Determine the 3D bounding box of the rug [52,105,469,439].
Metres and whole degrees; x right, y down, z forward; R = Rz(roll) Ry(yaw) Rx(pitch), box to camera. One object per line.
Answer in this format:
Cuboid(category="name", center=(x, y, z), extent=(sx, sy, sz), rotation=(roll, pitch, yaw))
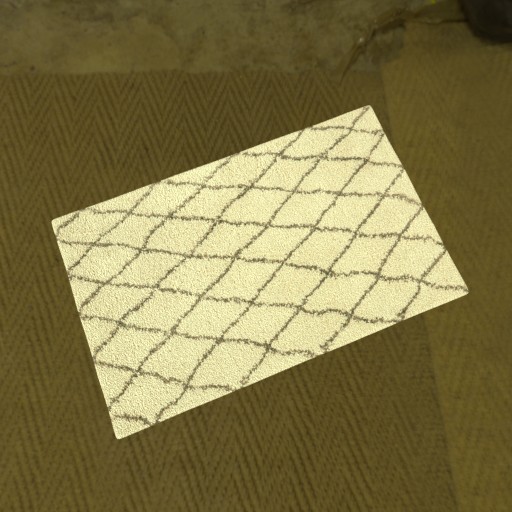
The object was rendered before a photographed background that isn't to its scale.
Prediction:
Cuboid(category="rug", center=(0.000, 0.000, 3.000), extent=(2.438, 0.030, 1.524), rotation=(-21, 76, -5))
